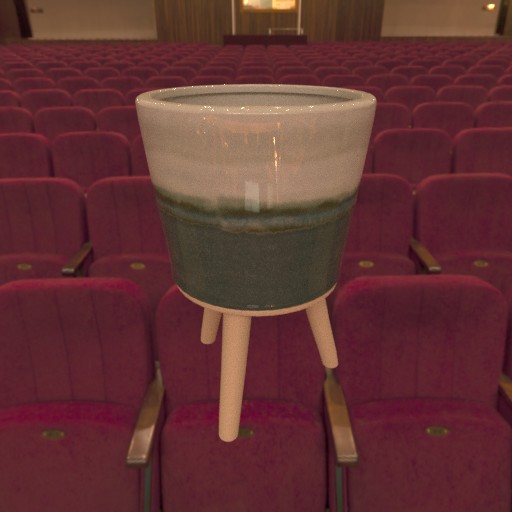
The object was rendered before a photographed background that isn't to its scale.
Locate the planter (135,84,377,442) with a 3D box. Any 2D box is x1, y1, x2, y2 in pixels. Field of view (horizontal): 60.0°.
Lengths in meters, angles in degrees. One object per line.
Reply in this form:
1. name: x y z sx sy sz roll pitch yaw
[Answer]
1. planter: 0.000 0.000 0.478 0.217 0.331 0.217 0 25 0
